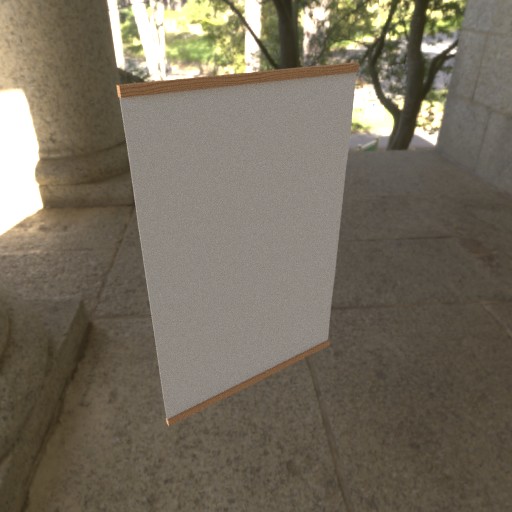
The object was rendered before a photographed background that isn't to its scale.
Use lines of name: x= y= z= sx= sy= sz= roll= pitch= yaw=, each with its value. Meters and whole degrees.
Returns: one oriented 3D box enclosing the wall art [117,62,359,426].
wall art: x=0.000 y=0.000 z=1.970 sx=1.011 sy=1.521 sz=0.025 roll=-19 pitch=35 yaw=-29
